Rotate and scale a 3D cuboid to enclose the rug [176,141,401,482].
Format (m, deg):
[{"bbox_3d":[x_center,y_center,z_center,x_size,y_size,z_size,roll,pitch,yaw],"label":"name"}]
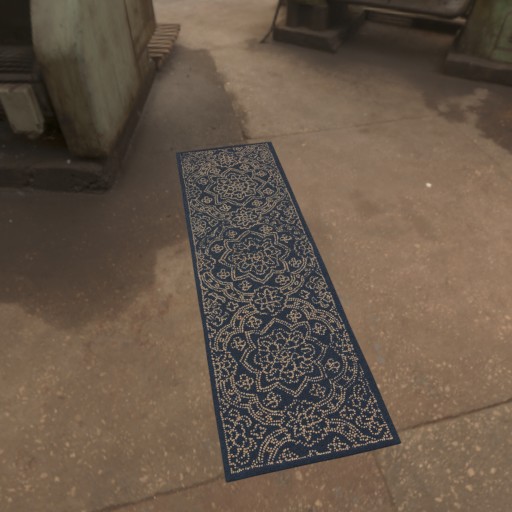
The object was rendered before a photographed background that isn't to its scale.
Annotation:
[{"bbox_3d":[0.000,0.000,2.678,0.769,0.012,2.448,-9,47,-8],"label":"rug"}]
